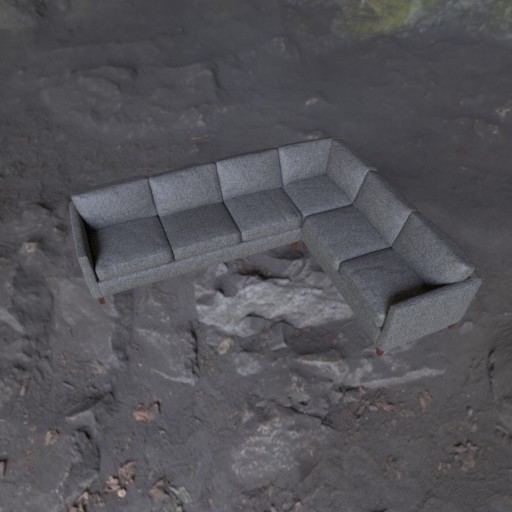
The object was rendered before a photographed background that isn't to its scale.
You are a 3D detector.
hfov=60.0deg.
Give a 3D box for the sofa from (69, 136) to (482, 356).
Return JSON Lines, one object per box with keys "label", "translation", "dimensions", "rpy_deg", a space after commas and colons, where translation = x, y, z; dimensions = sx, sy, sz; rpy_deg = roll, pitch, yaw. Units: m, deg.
{"label": "sofa", "translation": [0.000, 0.000, 4.449], "dimensions": [3.302, 0.947, 2.593], "rpy_deg": [-16, 47, -15]}
